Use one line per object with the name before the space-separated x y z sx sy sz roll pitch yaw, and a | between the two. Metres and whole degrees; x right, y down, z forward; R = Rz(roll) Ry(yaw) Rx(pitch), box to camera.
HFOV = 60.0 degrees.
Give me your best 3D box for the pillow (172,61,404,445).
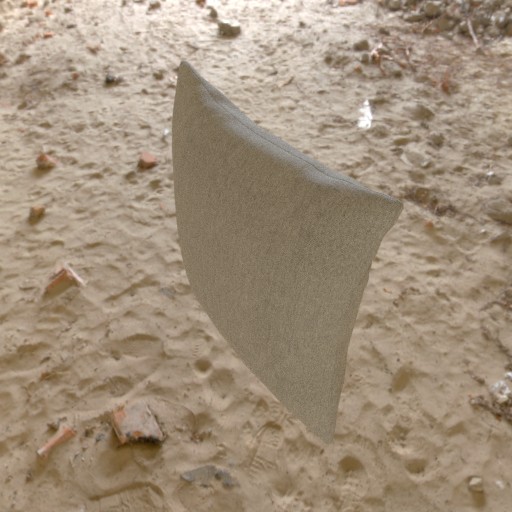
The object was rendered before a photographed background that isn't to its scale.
pillow | 0.000 0.000 0.656 0.173 0.436 0.433 -23 47 -24
